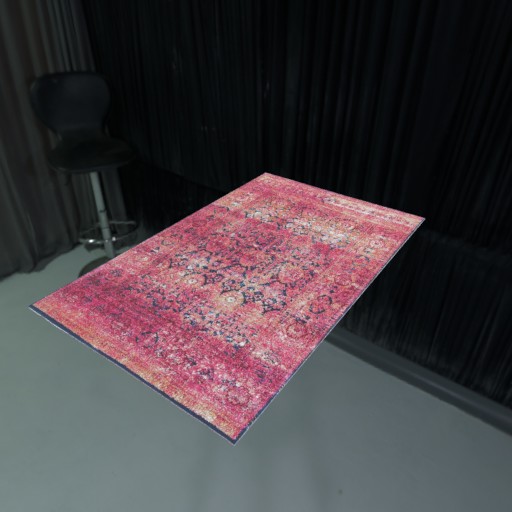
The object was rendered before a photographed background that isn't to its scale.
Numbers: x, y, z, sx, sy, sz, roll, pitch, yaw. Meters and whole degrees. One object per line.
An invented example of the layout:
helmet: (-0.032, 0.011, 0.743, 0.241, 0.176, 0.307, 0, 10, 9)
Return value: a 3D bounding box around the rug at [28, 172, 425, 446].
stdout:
rug: (0.000, 0.000, 3.053, 1.539, 0.018, 2.449, 22, 39, 29)
